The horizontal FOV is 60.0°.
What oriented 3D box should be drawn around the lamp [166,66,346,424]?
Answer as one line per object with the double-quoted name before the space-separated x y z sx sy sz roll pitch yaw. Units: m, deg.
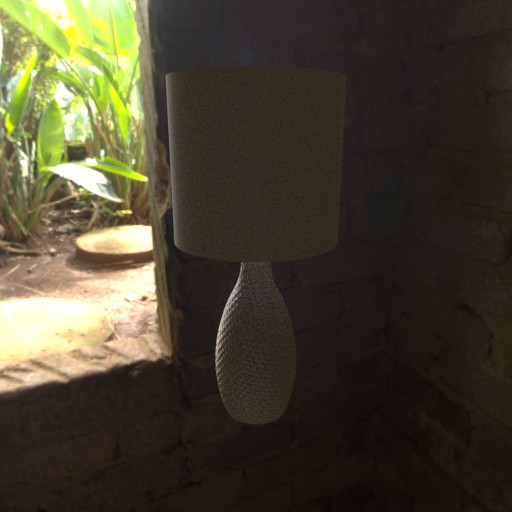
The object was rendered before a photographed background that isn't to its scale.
"lamp" 0.000 0.000 0.599 0.214 0.466 0.214 9 18 27
